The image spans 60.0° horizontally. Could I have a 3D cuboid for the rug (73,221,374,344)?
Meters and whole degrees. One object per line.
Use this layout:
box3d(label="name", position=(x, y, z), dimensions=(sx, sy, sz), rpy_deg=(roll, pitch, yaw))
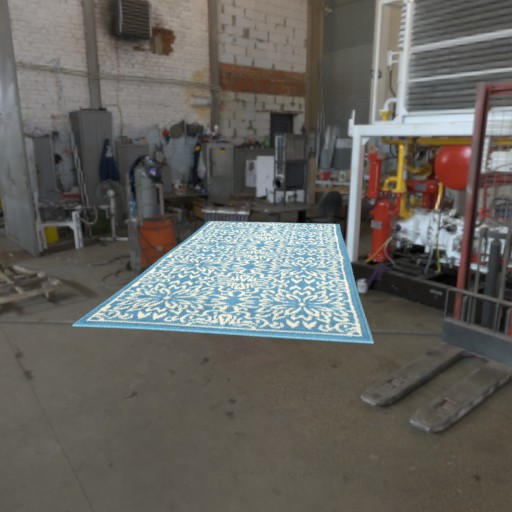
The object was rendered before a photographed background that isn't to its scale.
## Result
box3d(label="rug", position=(0.000, 0.000, 1.453), dimensions=(0.604, 0.007, 1.219), rpy_deg=(2, 15, 7))
